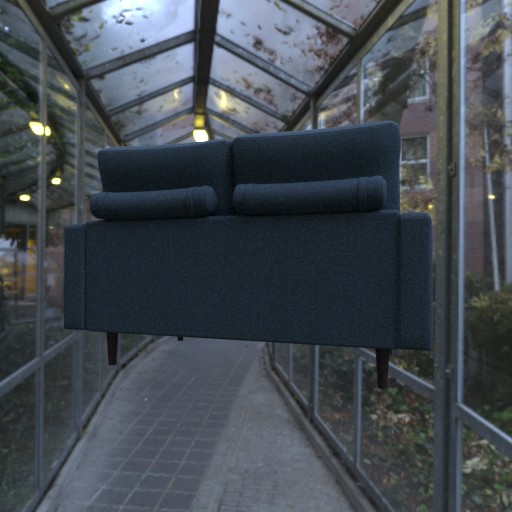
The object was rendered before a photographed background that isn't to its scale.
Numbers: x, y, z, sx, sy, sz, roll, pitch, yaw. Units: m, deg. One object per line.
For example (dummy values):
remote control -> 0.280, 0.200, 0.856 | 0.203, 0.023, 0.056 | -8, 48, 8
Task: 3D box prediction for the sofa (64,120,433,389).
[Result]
sofa -> 0.000, 0.000, 1.949 | 1.407, 0.907, 0.842 | 0, -1, 19
